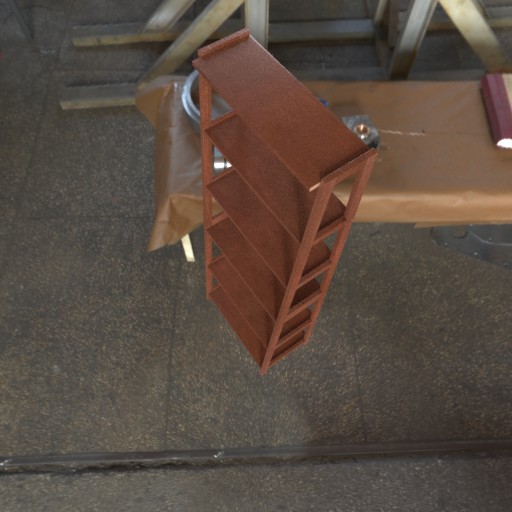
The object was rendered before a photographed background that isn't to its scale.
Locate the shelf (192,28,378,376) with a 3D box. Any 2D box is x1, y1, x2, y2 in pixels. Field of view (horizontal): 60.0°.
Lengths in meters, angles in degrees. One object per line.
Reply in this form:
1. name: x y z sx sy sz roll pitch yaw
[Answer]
1. shelf: 0.000 0.000 2.160 0.382 1.892 0.660 -32 67 -15
